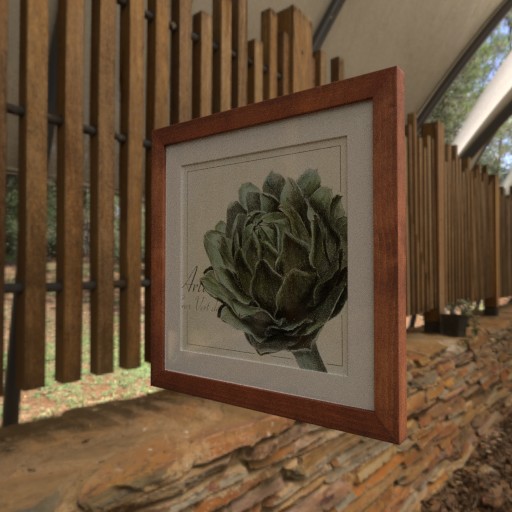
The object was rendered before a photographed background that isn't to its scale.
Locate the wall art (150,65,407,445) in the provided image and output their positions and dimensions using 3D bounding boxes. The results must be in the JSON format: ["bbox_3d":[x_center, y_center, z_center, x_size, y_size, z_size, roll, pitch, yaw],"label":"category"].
[{"bbox_3d":[0.000,0.000,0.844,0.554,0.572,0.037,-1,-1,36],"label":"wall art"}]
